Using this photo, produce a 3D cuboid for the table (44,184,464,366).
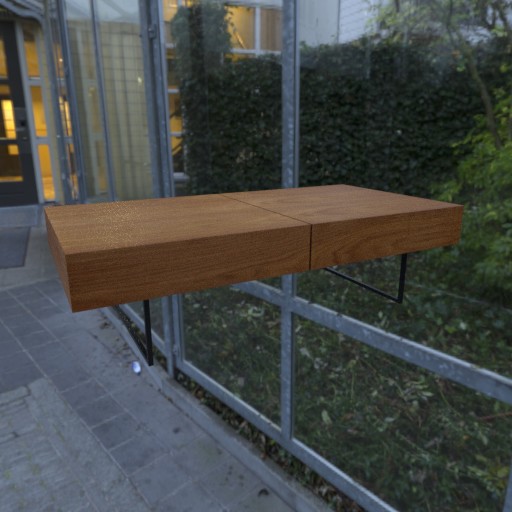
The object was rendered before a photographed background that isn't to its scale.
[{"bbox_3d":[0.000,0.000,1.460,1.194,0.330,0.610,-9,18,-27],"label":"table"}]
